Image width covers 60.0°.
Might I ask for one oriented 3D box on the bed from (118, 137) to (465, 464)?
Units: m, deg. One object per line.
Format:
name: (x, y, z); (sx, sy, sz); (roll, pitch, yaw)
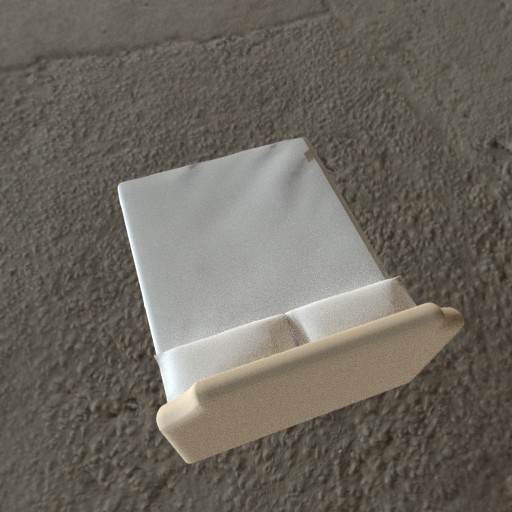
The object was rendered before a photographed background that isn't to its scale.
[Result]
bed: (0.000, 0.000, 3.793); (2.134, 1.524, 2.548); (-16, 59, -10)
